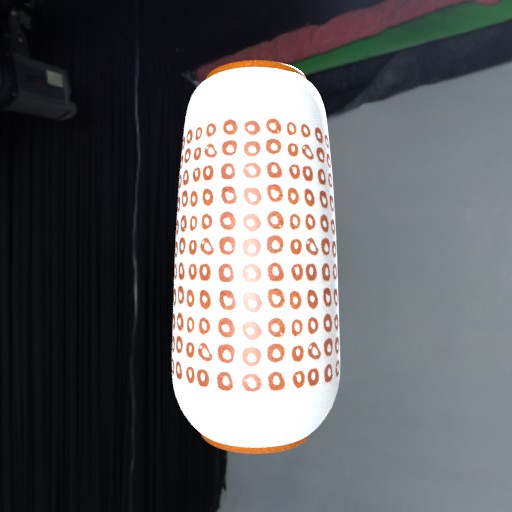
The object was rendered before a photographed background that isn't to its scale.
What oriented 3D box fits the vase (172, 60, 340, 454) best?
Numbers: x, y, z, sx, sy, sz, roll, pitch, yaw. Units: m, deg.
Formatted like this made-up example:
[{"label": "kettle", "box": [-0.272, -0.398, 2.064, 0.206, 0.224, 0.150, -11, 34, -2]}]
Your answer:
[{"label": "vase", "box": [0.000, 0.000, 0.358, 0.133, 0.282, 0.133, 0, -1, 0]}]
